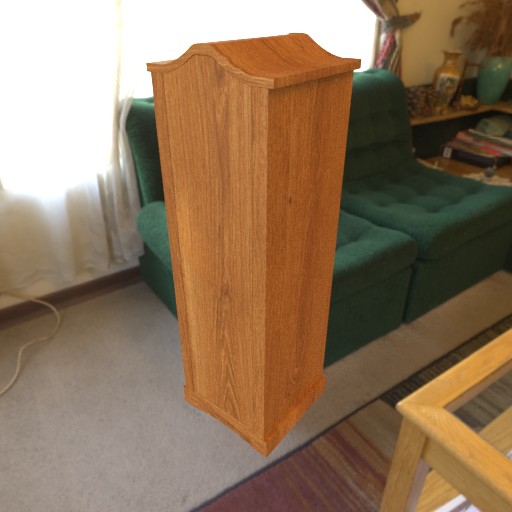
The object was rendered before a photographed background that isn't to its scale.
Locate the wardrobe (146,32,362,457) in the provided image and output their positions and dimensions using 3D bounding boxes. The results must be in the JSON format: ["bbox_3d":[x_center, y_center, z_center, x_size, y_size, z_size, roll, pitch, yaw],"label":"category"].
[{"bbox_3d":[0.000,0.000,2.103,0.590,1.870,0.570,22,37,33],"label":"wardrobe"}]
